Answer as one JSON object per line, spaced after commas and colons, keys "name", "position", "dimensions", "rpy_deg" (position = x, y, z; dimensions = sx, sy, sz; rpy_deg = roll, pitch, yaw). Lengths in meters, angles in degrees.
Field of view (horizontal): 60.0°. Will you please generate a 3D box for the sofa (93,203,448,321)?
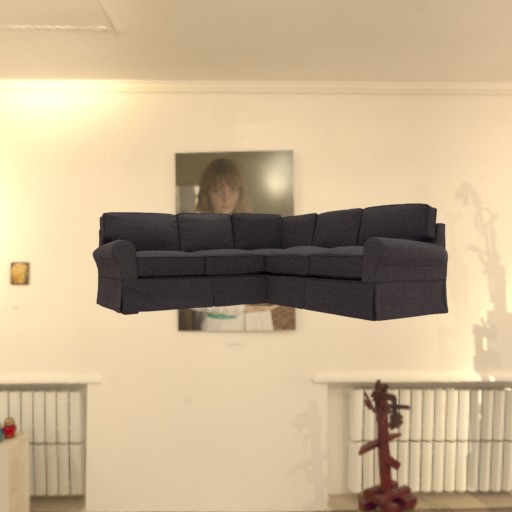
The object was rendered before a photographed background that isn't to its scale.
{"name": "sofa", "position": [0.000, 0.000, 5.212], "dimensions": [3.773, 1.169, 2.874], "rpy_deg": [0, 0, -1]}
